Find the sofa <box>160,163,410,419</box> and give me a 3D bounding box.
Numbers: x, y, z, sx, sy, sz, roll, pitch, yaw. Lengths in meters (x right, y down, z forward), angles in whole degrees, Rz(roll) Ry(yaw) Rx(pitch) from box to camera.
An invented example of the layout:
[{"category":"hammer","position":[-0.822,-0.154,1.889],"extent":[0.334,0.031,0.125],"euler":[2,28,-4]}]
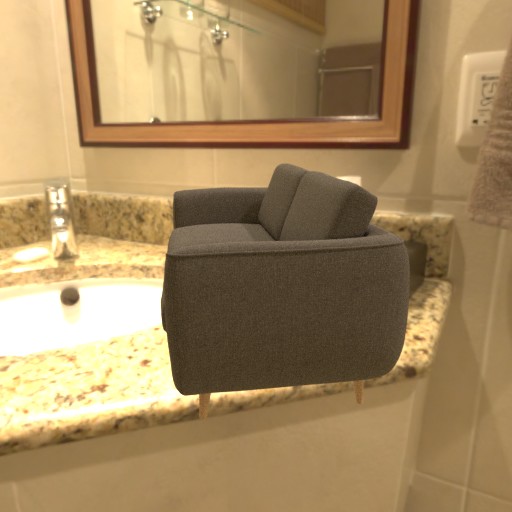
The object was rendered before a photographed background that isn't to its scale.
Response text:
[{"category":"sofa","position":[0.000,0.000,2.271],"extent":[0.920,0.870,1.700],"euler":[-2,15,-9]}]
